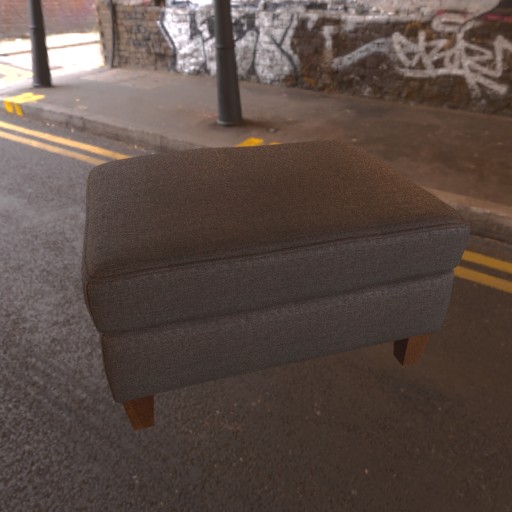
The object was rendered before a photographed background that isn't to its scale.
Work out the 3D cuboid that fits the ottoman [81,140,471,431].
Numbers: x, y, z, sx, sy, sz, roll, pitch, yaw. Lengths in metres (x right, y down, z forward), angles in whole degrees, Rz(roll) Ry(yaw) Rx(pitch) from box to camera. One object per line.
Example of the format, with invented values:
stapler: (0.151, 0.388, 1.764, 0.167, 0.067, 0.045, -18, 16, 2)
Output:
ottoman: (0.000, 0.000, 1.208, 0.826, 0.496, 0.639, -9, 32, -14)
